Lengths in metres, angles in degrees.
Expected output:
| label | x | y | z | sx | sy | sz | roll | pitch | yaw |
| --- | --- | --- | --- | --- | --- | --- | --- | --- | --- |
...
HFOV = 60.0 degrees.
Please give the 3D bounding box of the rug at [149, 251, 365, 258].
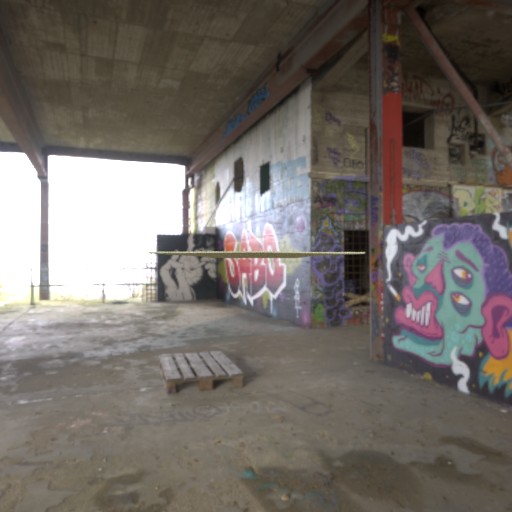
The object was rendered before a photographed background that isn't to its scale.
| label | x | y | z | sx | sy | sz | roll | pitch | yaw |
| --- | --- | --- | --- | --- | --- | --- | --- | --- | --- |
| rug | 0.000 | 0.000 | 2.558 | 0.686 | 0.013 | 2.340 | 0 | -1 | 0 |
